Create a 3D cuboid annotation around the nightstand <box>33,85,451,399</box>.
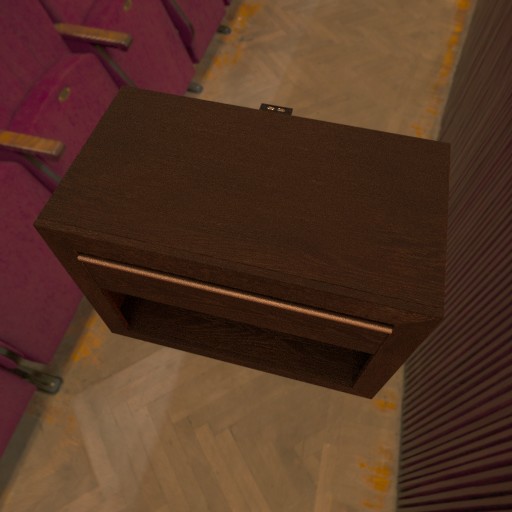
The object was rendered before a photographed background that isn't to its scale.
[{"bbox_3d":[0.000,0.000,1.175,0.775,0.612,0.457,13,59,8],"label":"nightstand"}]
